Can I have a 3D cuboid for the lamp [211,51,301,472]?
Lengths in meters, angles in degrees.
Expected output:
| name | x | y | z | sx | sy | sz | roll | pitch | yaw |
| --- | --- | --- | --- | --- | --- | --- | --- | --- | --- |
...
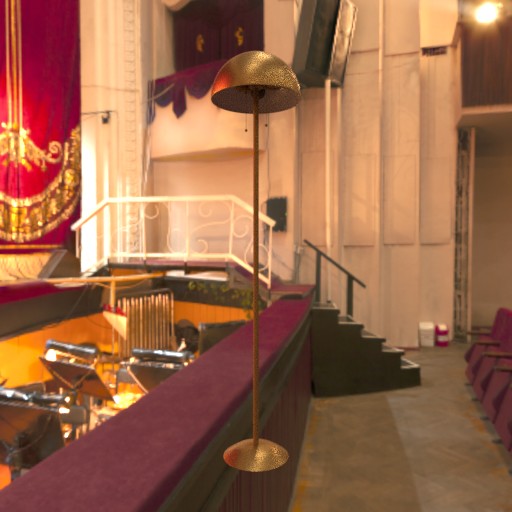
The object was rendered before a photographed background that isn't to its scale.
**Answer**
| name | x | y | z | sx | sy | sz | roll | pitch | yaw |
| --- | --- | --- | --- | --- | --- | --- | --- | --- | --- |
| lamp | 0.000 | 0.000 | 1.629 | 0.328 | 1.480 | 0.328 | 0 | 1 | 17 |
